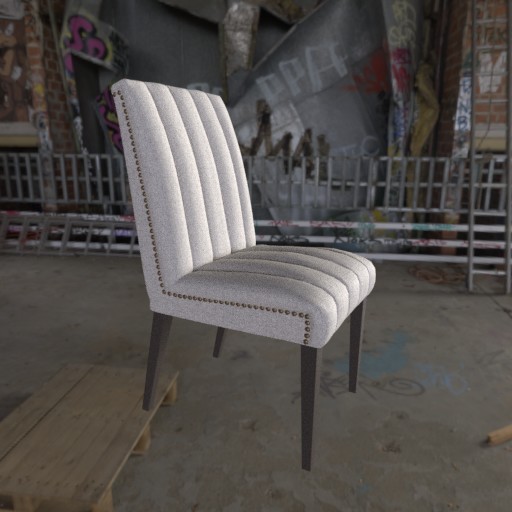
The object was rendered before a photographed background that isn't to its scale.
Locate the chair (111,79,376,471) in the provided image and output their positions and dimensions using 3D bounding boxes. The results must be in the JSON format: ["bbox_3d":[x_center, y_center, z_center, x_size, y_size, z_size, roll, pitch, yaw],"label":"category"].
[{"bbox_3d":[0.000,0.000,1.373,0.647,1.016,0.511,8,16,27],"label":"chair"}]
